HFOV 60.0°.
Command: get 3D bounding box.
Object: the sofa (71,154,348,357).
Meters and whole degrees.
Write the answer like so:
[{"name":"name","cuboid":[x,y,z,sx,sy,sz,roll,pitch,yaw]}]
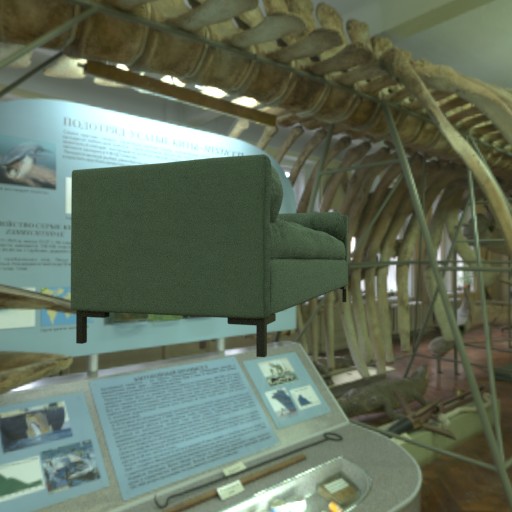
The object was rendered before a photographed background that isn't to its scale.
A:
[{"name":"sofa","cuboid":[0.000,0.000,2.530,0.817,0.681,2.130,0,-1,19]}]
